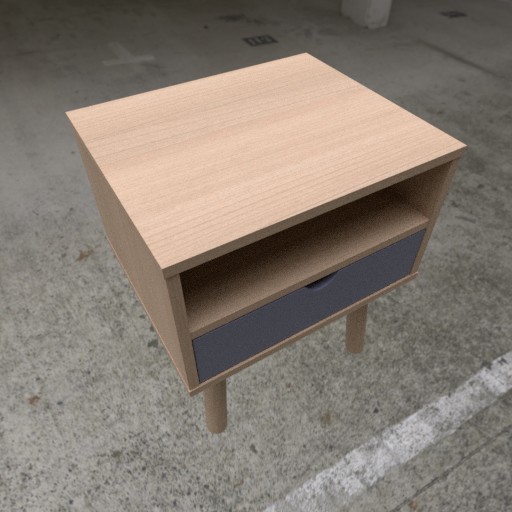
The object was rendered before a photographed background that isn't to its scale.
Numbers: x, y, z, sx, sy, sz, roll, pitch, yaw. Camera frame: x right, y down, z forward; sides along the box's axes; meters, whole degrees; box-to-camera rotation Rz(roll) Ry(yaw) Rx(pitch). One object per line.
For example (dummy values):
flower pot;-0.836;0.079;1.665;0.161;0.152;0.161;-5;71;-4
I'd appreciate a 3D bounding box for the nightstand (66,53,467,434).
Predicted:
nightstand;0.000;0.000;0.832;0.450;0.530;0.380;-23;50;-21
